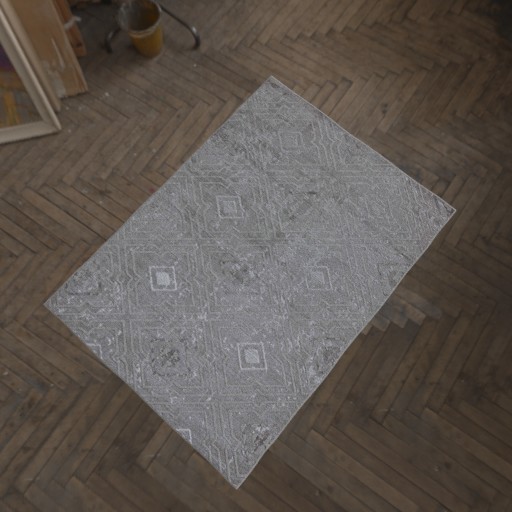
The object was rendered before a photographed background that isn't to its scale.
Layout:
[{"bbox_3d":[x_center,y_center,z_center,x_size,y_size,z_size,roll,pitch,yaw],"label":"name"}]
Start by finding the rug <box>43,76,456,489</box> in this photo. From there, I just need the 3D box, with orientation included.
[{"bbox_3d":[0.000,0.000,4.324,2.448,0.020,3.359,40,78,10],"label":"rug"}]
